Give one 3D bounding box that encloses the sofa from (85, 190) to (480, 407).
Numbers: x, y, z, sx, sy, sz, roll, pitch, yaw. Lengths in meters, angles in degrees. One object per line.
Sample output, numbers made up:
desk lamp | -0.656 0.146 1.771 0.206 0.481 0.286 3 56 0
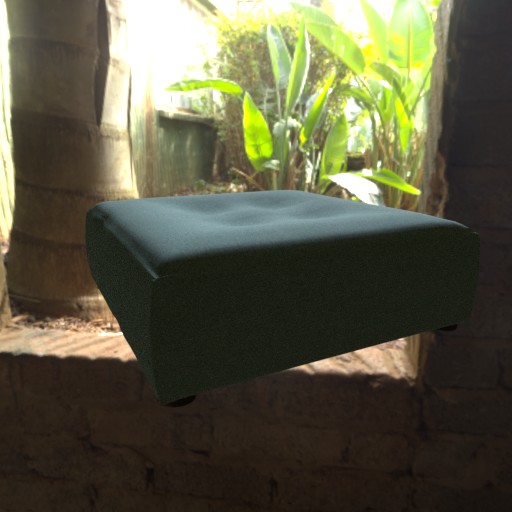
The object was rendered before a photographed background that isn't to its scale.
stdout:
sofa | 0.000 0.000 1.438 0.930 0.330 0.930 -8 17 -26
